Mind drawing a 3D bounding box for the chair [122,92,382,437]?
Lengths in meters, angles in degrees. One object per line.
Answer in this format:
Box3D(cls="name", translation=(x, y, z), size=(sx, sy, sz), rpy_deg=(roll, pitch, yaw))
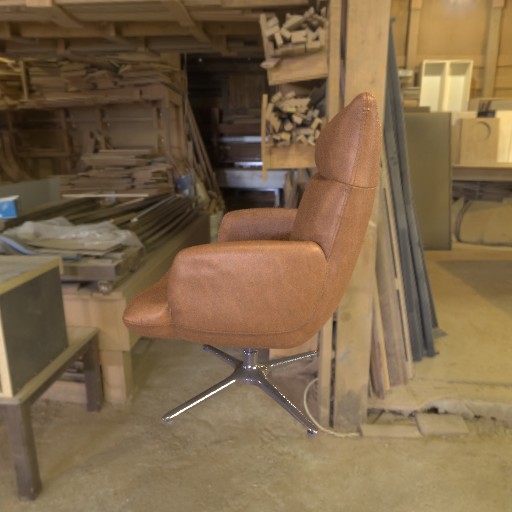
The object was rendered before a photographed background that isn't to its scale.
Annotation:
Box3D(cls="chair", translation=(0.000, 0.000, 1.563), size=(0.794, 1.027, 0.711), rpy_deg=(2, 15, 7))
